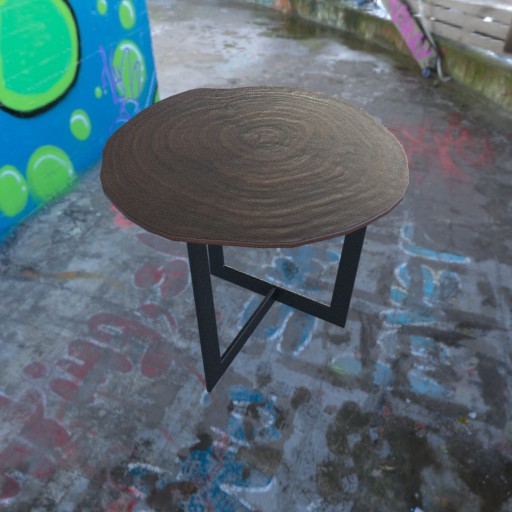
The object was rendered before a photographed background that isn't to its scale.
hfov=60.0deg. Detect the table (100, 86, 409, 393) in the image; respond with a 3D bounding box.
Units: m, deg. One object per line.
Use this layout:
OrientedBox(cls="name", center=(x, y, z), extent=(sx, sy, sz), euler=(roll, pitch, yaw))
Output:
OrientedBox(cls="table", center=(0.000, 0.000, 0.862), extent=(0.477, 0.476, 0.494), euler=(13, 44, 14))
